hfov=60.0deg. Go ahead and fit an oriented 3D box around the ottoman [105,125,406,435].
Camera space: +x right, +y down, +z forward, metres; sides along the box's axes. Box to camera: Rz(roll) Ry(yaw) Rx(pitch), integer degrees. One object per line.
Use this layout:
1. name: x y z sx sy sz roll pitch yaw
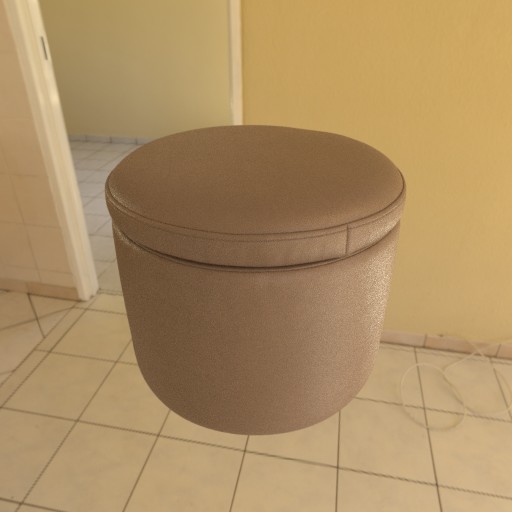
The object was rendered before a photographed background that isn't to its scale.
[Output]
1. ottoman: 0.000 0.000 0.840 0.500 0.409 0.500 0 30 0
